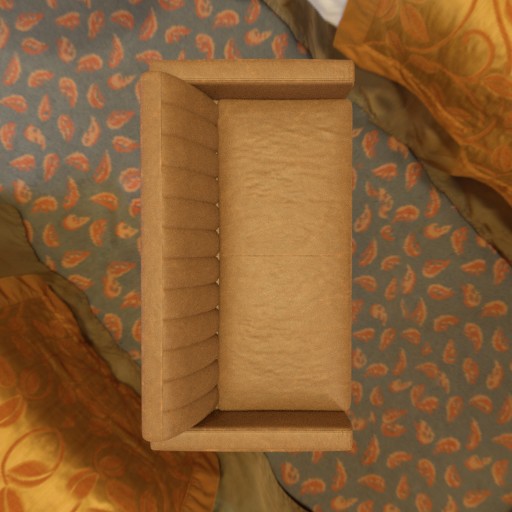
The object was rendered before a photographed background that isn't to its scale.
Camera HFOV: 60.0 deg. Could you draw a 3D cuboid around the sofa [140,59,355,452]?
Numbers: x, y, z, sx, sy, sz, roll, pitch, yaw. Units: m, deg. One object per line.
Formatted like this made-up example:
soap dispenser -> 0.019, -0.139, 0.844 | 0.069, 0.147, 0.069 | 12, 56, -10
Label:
sofa -> 0.000, 0.000, 2.297 | 0.993, 0.821, 1.847 | 0, 91, 0
